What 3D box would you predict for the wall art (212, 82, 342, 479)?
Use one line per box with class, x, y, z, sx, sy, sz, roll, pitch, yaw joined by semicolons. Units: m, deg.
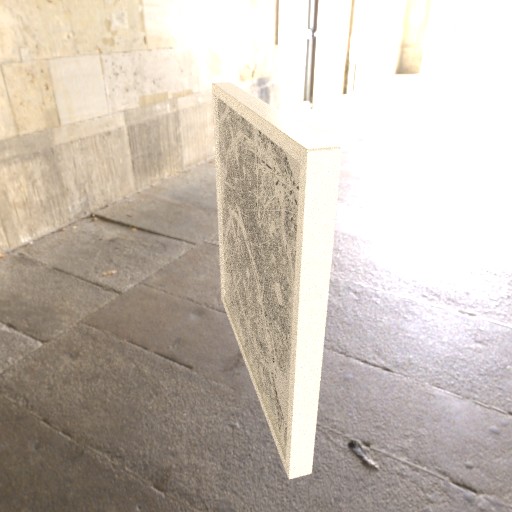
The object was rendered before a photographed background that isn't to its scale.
wall art;0.000;0.000;0.774;0.038;0.508;0.508;-8;30;-14
